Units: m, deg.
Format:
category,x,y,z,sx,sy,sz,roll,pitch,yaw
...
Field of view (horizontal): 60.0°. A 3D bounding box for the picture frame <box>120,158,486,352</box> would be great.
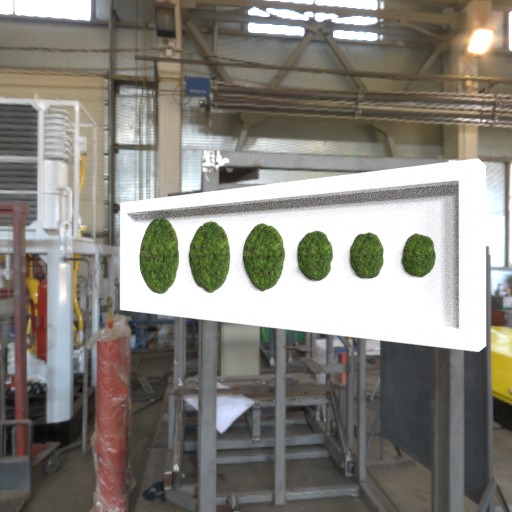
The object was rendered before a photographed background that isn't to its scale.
category,x,y,z,sx,sy,sz,roll,pitch,yaw
picture frame,0.000,0.000,0.822,0.759,0.250,0.050,0,0,37
